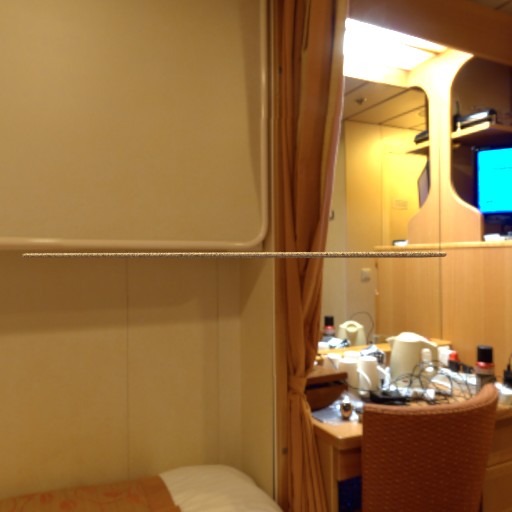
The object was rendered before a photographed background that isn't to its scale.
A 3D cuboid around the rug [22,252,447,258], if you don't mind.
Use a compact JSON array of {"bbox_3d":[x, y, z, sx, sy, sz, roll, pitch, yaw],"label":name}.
[{"bbox_3d":[0.000,0.000,4.117,3.047,0.029,2.438,0,0,18],"label":"rug"}]
